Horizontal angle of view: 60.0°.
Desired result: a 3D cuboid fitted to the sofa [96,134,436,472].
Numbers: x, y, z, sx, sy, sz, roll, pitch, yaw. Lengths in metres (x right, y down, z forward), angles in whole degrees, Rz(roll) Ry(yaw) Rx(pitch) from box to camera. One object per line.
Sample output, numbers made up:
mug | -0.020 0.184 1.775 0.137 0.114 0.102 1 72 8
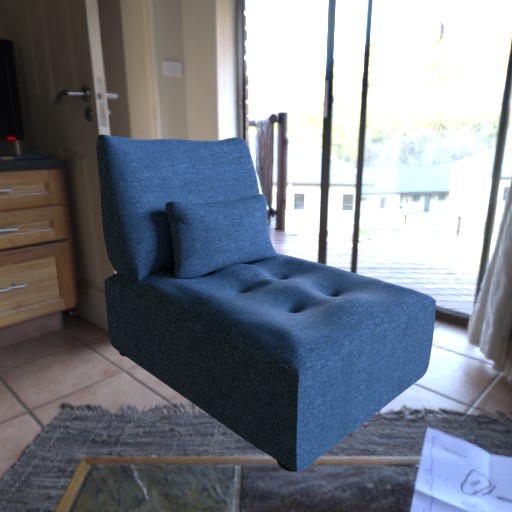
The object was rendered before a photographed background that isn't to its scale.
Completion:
sofa | 0.000 0.000 1.546 0.700 0.820 1.000 -14 20 -42
